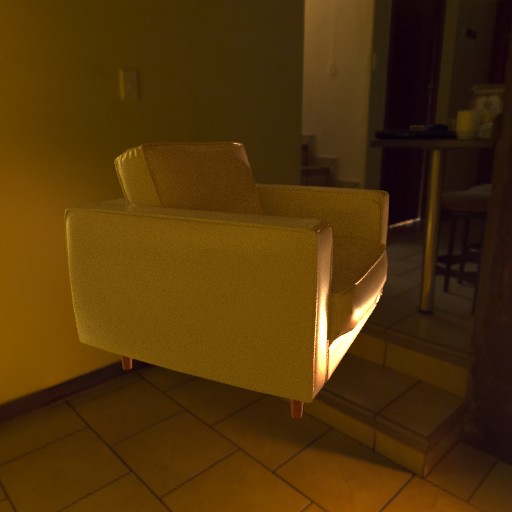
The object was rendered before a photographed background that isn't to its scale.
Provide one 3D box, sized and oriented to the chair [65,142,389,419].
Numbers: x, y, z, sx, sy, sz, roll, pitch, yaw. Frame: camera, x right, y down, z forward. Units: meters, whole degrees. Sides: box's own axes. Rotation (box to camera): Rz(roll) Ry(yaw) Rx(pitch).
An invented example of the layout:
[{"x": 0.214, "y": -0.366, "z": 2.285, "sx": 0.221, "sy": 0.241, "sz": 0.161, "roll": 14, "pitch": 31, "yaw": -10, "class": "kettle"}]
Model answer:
[{"x": 0.000, "y": 0.000, "z": 1.551, "sx": 0.843, "sy": 0.773, "sz": 0.928, "roll": 7, "pitch": 16, "yaw": 25, "class": "chair"}]
